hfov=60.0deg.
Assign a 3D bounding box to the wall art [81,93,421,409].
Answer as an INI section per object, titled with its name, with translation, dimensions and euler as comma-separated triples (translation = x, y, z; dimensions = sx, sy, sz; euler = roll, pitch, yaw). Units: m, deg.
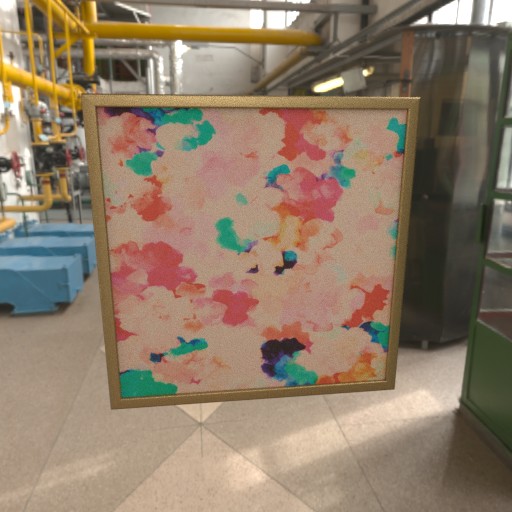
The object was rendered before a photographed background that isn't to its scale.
[wall art]
translation = 0.000, 0.000, 0.451
dimensions = 0.304, 0.305, 0.038
euler = -2, 15, -7
